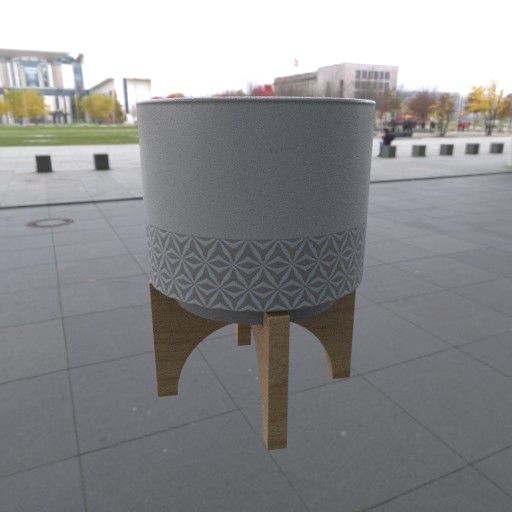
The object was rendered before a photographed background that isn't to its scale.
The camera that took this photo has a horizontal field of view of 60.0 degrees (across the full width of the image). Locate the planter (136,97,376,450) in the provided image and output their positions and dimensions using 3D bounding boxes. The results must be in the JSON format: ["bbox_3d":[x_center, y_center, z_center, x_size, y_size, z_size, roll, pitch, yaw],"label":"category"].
[{"bbox_3d":[0.000,0.000,0.397,0.188,0.260,0.188,0,17,0],"label":"planter"}]
